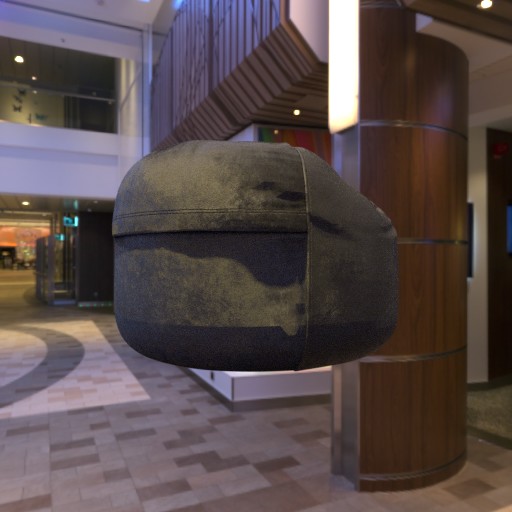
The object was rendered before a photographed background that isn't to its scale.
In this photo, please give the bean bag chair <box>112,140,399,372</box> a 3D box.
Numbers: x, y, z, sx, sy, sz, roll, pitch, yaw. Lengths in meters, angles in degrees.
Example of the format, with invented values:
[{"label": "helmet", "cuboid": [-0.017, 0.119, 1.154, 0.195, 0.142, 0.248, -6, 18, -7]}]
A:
[{"label": "bean bag chair", "cuboid": [0.000, 0.000, 1.492, 0.918, 0.605, 0.918, 0, 0, 0]}]
